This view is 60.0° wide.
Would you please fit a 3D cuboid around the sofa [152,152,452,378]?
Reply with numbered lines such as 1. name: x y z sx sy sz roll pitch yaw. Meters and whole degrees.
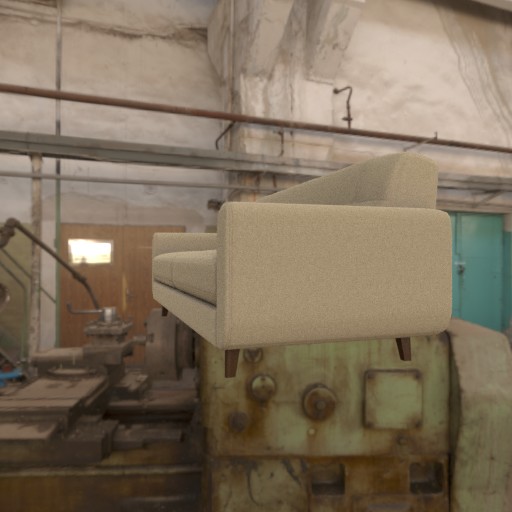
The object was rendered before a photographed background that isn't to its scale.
1. sofa: 0.000 0.000 2.589 0.980 0.892 2.137 0 0 -19
